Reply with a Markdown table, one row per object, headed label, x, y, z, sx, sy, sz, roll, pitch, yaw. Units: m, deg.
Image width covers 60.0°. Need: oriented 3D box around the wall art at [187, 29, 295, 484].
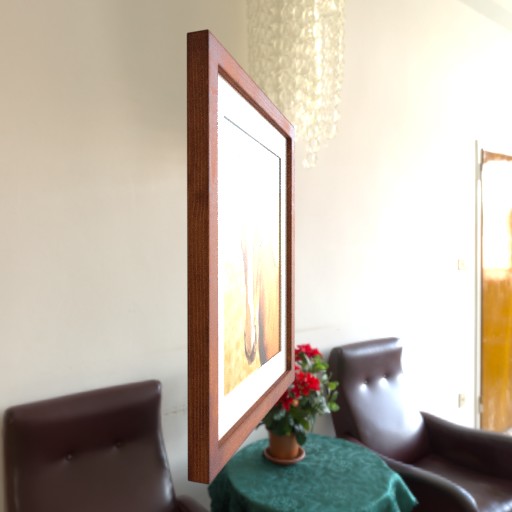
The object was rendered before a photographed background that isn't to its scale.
| label | x | y | z | sx | sy | sz | roll | pitch | yaw |
| --- | --- | --- | --- | --- | --- | --- | --- | --- | --- |
| wall art | 0.000 | 0.000 | 0.765 | 0.030 | 0.558 | 0.462 | 0 | 1 | 18 |
